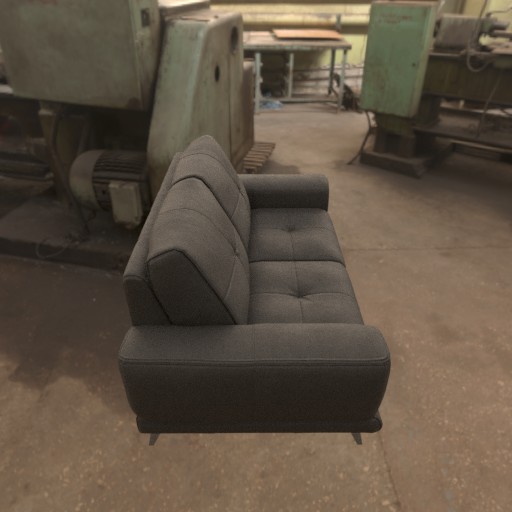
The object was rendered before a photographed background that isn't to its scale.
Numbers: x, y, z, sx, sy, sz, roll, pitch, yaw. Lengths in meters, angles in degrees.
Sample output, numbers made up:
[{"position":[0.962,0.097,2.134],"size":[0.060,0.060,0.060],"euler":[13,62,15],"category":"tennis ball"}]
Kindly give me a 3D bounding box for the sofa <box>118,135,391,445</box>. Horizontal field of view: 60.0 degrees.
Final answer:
[{"position":[0.000,0.000,2.369],"size":[1.018,0.907,1.806],"euler":[0,33,0],"category":"sofa"}]
